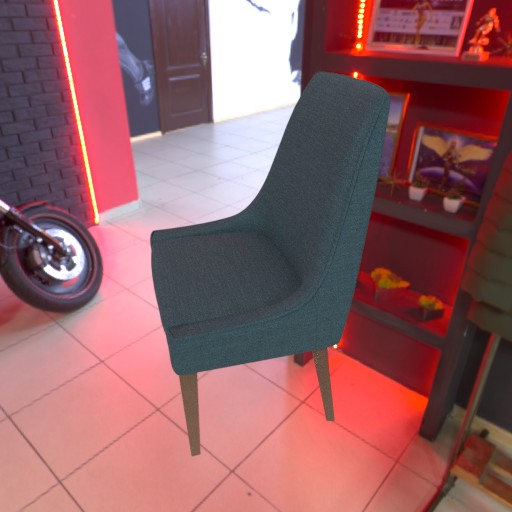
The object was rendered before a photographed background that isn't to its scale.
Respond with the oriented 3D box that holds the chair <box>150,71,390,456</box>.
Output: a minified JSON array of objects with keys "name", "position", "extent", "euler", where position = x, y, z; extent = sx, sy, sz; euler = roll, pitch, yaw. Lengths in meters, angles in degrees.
[{"name":"chair","position":[0.000,0.000,1.176],"extent":[0.544,0.861,0.529],"euler":[-8,30,-14]}]
